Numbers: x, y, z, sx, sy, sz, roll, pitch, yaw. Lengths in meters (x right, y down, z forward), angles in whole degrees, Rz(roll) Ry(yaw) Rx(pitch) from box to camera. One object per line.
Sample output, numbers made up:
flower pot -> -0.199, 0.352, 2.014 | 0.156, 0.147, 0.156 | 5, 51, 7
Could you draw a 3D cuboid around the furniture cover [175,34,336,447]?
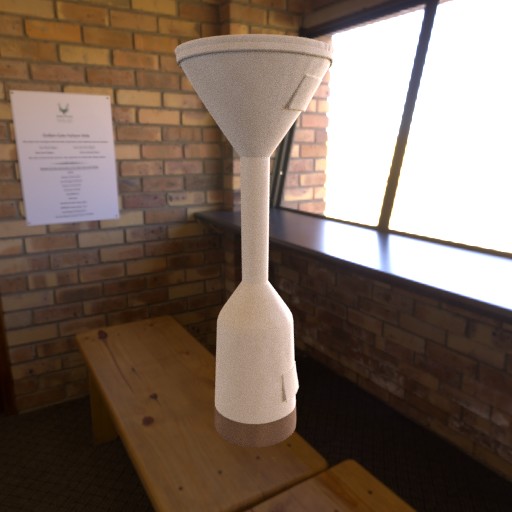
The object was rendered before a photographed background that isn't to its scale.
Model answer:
furniture cover -> 0.000, 0.000, 2.839 | 0.914, 2.413, 0.914 | 7, 16, 25
